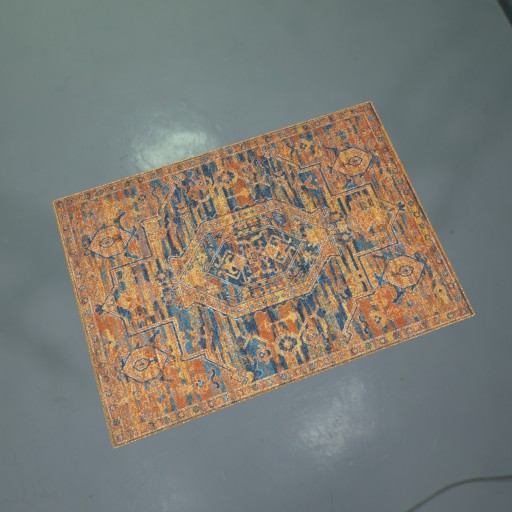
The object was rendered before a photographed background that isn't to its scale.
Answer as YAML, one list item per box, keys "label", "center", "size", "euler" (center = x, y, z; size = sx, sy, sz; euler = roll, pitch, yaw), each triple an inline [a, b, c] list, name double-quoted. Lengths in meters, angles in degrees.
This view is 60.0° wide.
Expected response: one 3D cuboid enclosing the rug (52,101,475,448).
- label: "rug"
  center: [0.000, 0.000, 3.595]
  size: [2.916, 0.019, 2.043]
  euler: [-19, 75, -5]
